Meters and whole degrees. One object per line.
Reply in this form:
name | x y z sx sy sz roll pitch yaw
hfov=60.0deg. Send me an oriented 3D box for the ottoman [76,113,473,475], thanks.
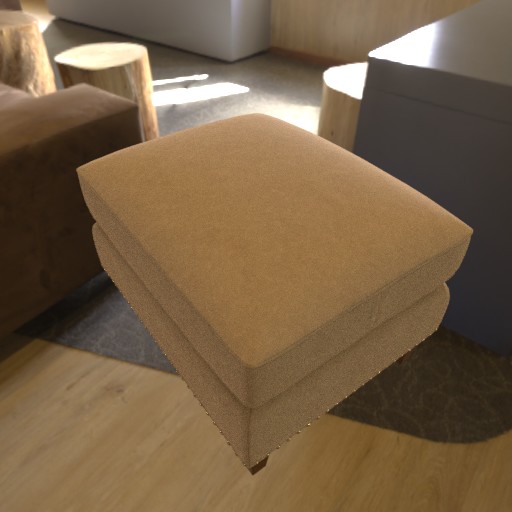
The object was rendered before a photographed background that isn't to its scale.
ottoman | 0.000 0.000 1.099 0.584 0.513 0.741 -26 47 -27
